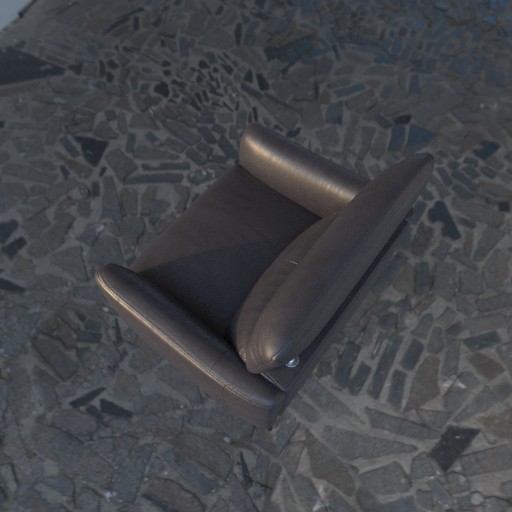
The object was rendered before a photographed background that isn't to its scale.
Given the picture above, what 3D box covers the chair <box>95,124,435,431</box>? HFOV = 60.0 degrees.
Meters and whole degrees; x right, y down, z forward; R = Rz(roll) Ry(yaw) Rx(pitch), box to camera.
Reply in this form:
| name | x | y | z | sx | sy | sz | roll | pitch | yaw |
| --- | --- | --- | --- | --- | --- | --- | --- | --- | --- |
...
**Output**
| name | x | y | z | sx | sy | sz | roll | pitch | yaw |
| --- | --- | --- | --- | --- | --- | --- | --- | --- | --- |
| chair | 0.000 | 0.000 | 1.686 | 0.809 | 0.949 | 0.976 | 34 | 67 | 17 |
